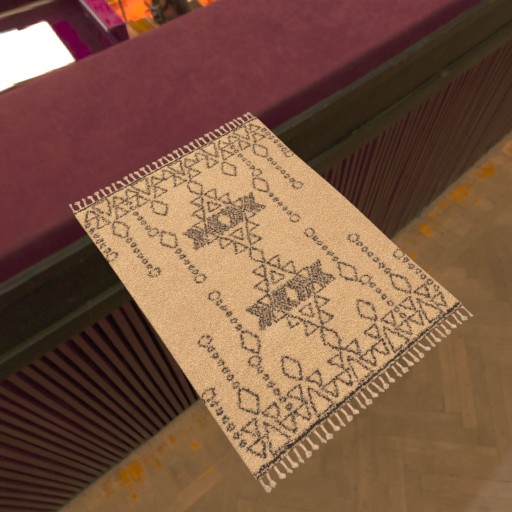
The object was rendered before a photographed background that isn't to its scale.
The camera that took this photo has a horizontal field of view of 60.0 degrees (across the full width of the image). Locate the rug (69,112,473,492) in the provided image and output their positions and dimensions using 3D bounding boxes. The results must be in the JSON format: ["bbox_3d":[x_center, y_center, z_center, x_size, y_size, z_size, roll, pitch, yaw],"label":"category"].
[{"bbox_3d":[0.000,0.000,3.865,2.125,0.028,3.027,-33,64,-18],"label":"rug"}]
